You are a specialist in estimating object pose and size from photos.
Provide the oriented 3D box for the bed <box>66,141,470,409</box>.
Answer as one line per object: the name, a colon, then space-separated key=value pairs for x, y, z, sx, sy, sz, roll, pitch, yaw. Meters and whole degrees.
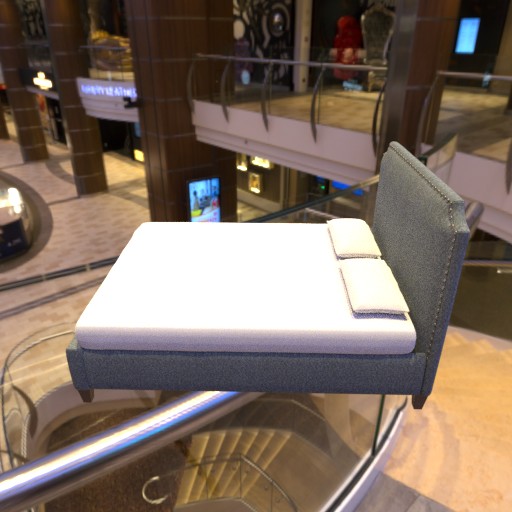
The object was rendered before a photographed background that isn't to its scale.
bed: x=0.000 y=0.000 z=3.382 sx=2.372 sy=1.443 sz=1.712 roll=1 pitch=27 yaw=1
